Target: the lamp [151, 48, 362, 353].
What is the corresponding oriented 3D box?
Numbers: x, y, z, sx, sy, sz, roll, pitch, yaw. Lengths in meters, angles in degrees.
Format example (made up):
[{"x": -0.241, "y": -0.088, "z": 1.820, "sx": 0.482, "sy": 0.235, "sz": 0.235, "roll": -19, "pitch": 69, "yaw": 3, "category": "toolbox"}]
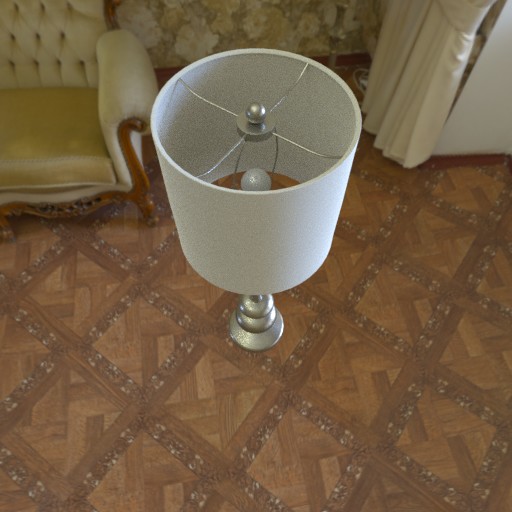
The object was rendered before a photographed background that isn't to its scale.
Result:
[{"x": 0.000, "y": 0.000, "z": 0.819, "sx": 0.254, "sy": 0.690, "sz": 0.254, "roll": 31, "pitch": 63, "yaw": 17, "category": "lamp"}]
